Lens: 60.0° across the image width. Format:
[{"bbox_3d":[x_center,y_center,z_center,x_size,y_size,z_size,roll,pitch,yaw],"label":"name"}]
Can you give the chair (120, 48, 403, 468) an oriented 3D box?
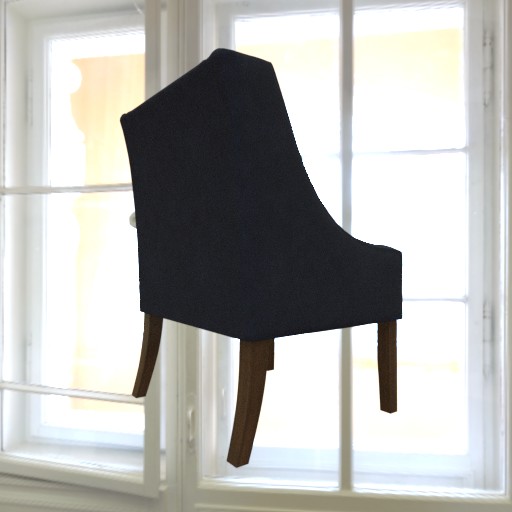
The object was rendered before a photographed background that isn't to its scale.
[{"bbox_3d":[0.000,0.000,1.341,0.629,0.895,0.629,0,1,-37],"label":"chair"}]
